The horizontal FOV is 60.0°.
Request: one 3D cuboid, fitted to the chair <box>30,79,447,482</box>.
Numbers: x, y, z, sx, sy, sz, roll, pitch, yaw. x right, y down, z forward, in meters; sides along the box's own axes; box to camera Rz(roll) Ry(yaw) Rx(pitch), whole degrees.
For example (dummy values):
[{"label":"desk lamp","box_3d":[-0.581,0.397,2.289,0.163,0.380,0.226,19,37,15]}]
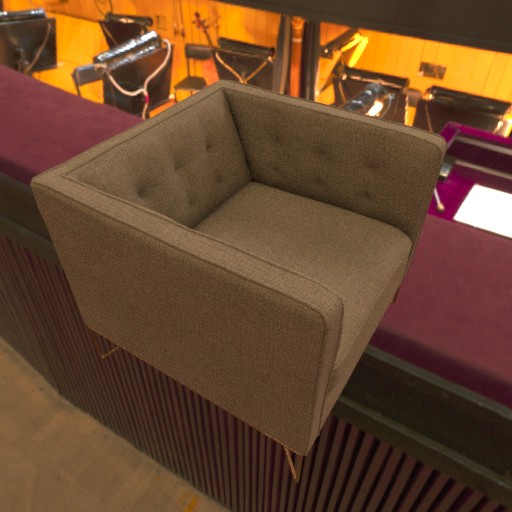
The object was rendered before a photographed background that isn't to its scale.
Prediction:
[{"label":"chair","box_3d":[0.000,0.000,1.552,0.912,0.799,0.920,23,46,24]}]
